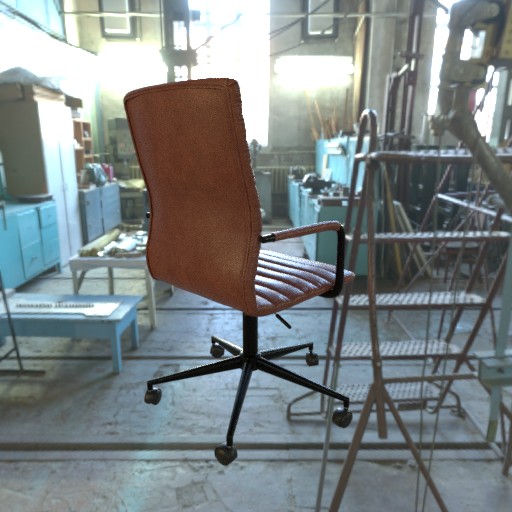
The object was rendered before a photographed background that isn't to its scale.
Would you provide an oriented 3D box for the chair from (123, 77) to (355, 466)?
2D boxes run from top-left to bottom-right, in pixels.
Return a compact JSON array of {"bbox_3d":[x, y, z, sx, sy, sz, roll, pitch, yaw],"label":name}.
[{"bbox_3d":[0.000,0.000,1.261,0.600,0.878,0.578,14,20,43],"label":"chair"}]
